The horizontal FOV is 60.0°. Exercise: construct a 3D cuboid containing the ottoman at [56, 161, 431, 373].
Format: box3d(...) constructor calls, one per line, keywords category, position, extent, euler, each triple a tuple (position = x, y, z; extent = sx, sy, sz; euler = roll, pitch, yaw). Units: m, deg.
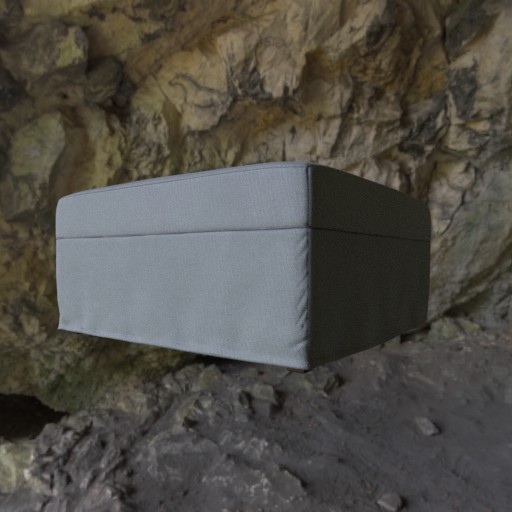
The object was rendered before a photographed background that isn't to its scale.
box3d(category="ottoman", position=(0.000, 0.000, 1.346), extent=(0.843, 0.441, 0.842), euler=(0, 0, 36))
